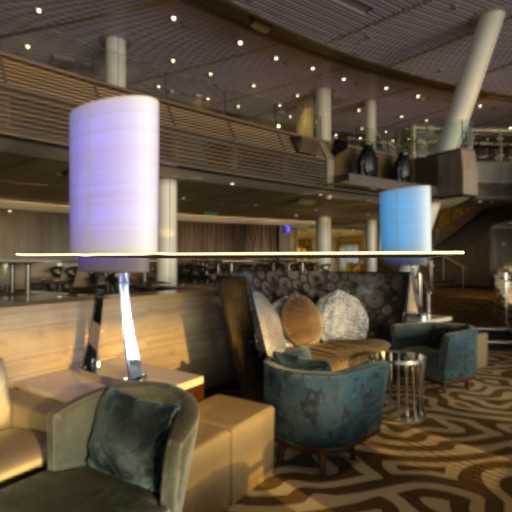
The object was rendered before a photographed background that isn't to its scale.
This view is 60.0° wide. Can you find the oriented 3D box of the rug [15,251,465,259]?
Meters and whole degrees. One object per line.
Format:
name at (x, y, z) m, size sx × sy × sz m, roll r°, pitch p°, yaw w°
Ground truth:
rug at (0.000, 0.000, 4.725) m, size 3.659 × 0.037 × 2.734 m, roll 0°, pitch -1°, yaw 16°
